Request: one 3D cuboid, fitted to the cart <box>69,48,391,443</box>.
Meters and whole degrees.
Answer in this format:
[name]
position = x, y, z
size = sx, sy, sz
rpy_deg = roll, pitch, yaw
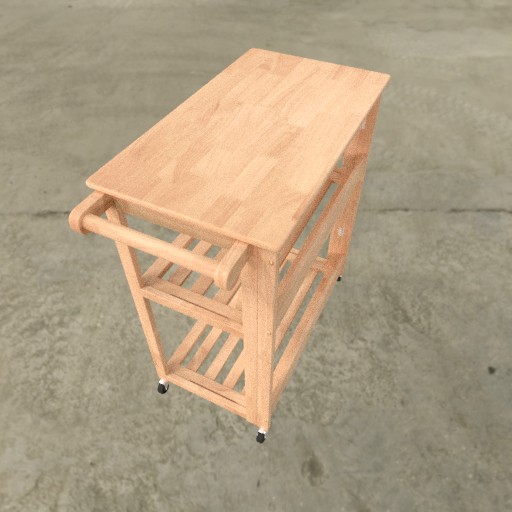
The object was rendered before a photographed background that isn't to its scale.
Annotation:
[cart]
position = 0.000, 0.000, 1.351
size = 0.432, 0.879, 0.853
rpy_deg = 20, 49, 18
